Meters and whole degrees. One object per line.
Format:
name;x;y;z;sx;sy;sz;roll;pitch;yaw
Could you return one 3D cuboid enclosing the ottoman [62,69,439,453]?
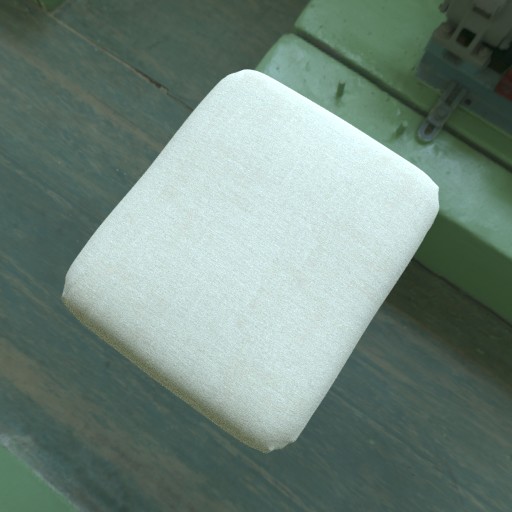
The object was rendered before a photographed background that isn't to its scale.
ottoman;0.000;0.000;1.142;0.622;0.450;0.747;34;79;7
